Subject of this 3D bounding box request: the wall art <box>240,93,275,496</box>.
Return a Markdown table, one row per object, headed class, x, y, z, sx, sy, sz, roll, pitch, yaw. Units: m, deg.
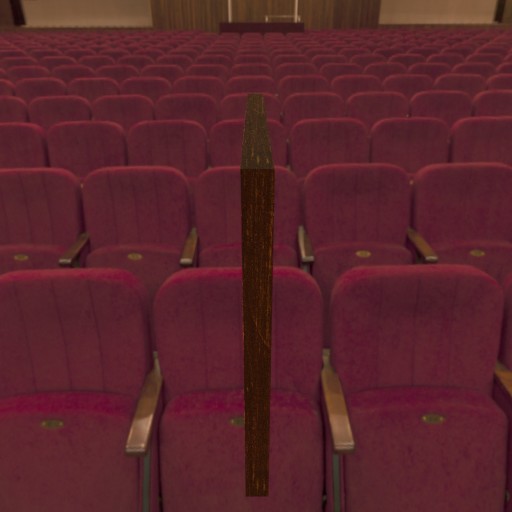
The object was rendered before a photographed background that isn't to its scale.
| class | x | y | z | sx | sy | sz | roll | pitch | yaw |
| --- | --- | --- | --- | --- | --- | --- | --- | --- | --- |
| wall art | 0.000 | 0.000 | 0.754 | 0.032 | 0.457 | 0.558 | 0 | 27 | 0 |
